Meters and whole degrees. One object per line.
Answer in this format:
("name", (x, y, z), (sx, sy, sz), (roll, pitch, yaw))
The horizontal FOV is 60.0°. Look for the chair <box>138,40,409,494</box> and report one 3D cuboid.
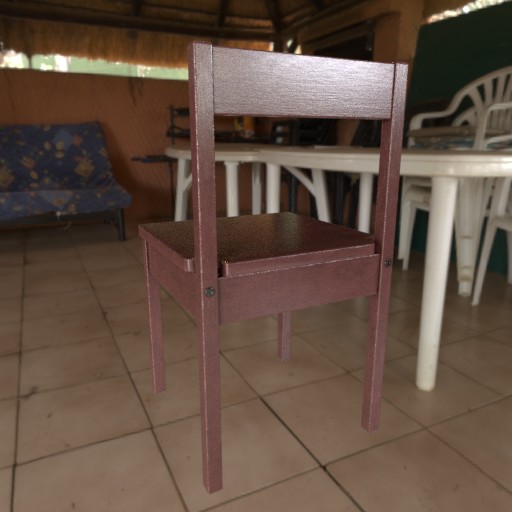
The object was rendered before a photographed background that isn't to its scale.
("chair", (0.000, 0.000, 0.854), (0.367, 0.668, 0.361), (-8, 17, -26))
